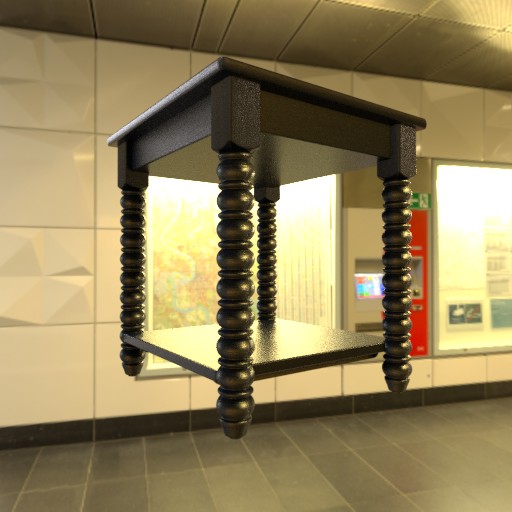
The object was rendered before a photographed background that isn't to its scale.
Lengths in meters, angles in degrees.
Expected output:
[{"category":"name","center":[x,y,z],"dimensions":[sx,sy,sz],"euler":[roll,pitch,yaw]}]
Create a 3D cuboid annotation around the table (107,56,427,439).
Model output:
[{"category":"table","center":[0.000,0.000,0.989],"dimensions":[0.500,0.567,0.533],"euler":[0,-1,-36]}]
